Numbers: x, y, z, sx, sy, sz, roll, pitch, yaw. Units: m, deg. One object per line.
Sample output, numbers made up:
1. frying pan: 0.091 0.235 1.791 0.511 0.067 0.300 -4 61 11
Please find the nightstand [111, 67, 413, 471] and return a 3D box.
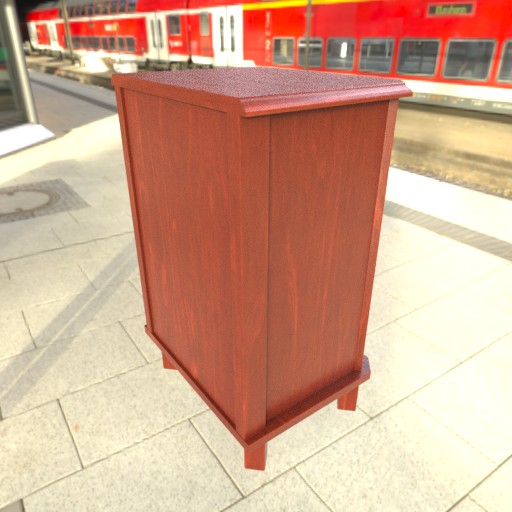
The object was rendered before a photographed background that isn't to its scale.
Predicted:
1. nightstand: 0.000 0.000 0.906 0.351 0.681 0.435 -18 32 -32
